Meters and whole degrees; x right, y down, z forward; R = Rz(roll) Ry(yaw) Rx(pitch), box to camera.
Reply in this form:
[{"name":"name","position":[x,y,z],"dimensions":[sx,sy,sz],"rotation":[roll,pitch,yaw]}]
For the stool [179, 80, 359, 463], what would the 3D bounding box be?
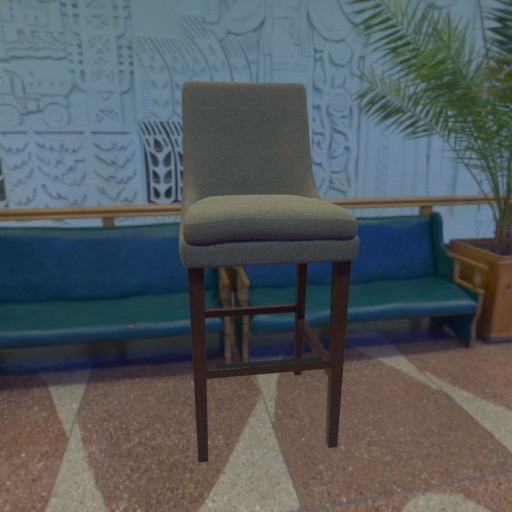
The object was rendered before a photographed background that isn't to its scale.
[{"name":"stool","position":[0.000,0.000,1.403],"dimensions":[0.470,1.078,0.577],"rotation":[-3,16,-9]}]
